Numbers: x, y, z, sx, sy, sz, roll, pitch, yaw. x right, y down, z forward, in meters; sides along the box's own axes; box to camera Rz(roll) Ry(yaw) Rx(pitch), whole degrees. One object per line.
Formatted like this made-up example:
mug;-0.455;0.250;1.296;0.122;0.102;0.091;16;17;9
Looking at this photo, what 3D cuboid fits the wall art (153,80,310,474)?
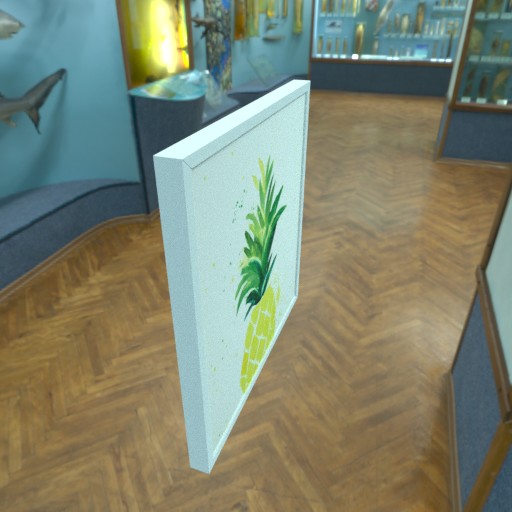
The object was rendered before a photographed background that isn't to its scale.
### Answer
wall art;0.000;0.000;0.470;0.020;0.307;0.307;11;32;18
